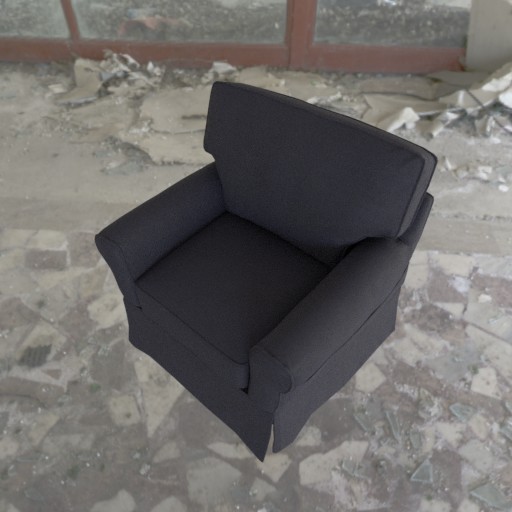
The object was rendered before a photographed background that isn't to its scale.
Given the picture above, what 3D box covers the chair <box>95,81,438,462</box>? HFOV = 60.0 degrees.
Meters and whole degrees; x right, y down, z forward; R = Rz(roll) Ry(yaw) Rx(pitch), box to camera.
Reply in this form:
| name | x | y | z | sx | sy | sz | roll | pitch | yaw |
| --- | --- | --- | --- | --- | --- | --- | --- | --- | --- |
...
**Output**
| name | x | y | z | sx | sy | sz | roll | pitch | yaw |
| --- | --- | --- | --- | --- | --- | --- | --- | --- | --- |
| chair | 0.000 | 0.000 | 1.951 | 1.119 | 1.140 | 1.002 | 30 | 52 | 28 |
